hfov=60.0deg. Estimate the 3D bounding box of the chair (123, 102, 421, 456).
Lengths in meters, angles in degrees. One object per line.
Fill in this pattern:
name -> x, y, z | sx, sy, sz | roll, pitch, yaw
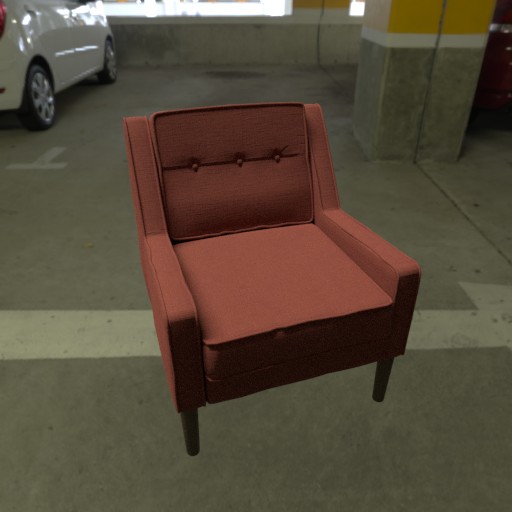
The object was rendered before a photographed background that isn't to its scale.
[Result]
chair -> 0.000, 0.000, 1.381 | 0.680, 0.812, 0.770 | -10, 32, -16
